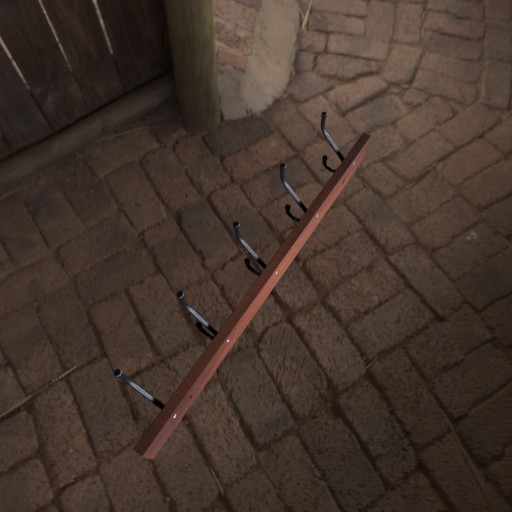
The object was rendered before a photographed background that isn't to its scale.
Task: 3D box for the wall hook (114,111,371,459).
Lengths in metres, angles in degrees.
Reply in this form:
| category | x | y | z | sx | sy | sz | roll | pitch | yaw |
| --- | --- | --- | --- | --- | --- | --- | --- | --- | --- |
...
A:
| category | x | y | z | sx | sy | sz | roll | pitch | yaw |
| --- | --- | --- | --- | --- | --- | --- | --- | --- | --- |
| wall hook | 0.000 | 0.000 | 0.622 | 0.071 | 0.117 | 0.571 | 31 | 67 | 15 |
